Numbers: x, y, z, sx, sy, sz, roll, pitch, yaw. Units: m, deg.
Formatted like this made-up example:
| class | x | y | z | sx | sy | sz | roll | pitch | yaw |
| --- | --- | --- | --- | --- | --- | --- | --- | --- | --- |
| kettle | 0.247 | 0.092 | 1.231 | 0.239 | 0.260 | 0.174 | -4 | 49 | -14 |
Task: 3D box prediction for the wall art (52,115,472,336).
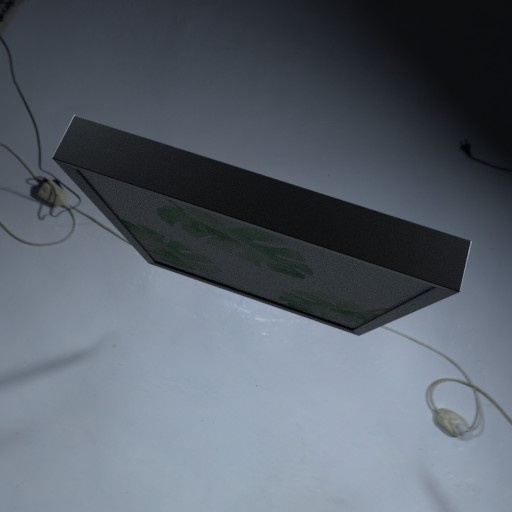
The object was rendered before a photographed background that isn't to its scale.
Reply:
| class | x | y | z | sx | sy | sz | roll | pitch | yaw |
| --- | --- | --- | --- | --- | --- | --- | --- | --- | --- |
| wall art | 0.000 | 0.000 | 0.462 | 0.304 | 0.304 | 0.038 | 19 | 75 | 5 |
